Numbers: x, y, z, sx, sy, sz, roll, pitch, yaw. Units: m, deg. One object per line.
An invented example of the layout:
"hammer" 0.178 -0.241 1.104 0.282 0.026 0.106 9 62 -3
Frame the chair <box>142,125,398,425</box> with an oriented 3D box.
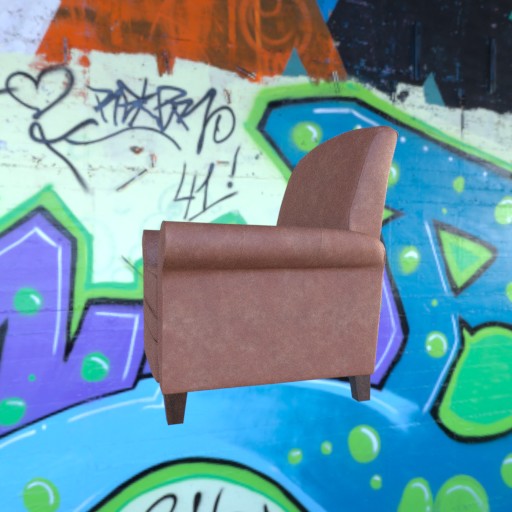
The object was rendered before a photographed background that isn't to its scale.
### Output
"chair" 0.000 0.000 1.866 0.902 1.061 0.978 -1 2 -18
